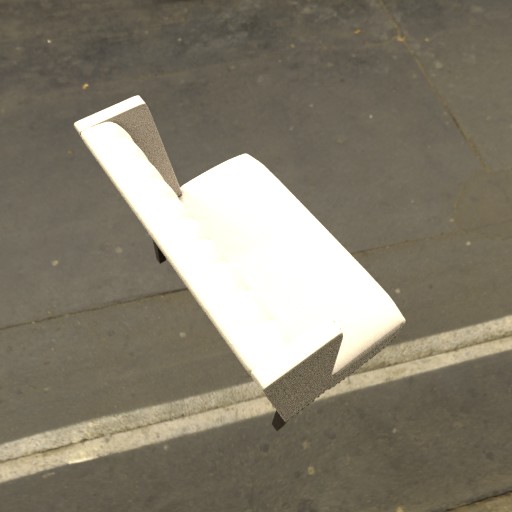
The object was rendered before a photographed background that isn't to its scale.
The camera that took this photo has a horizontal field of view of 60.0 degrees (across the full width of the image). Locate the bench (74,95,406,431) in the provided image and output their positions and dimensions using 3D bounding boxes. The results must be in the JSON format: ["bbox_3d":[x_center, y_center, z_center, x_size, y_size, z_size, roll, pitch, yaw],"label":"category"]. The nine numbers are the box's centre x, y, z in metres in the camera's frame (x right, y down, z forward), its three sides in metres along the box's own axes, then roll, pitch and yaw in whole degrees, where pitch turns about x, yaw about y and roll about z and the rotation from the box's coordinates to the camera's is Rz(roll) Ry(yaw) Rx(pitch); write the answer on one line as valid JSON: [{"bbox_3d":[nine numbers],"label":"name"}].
[{"bbox_3d":[0.000,0.000,2.050,0.847,1.123,1.280,-32,64,-17],"label":"bench"}]
